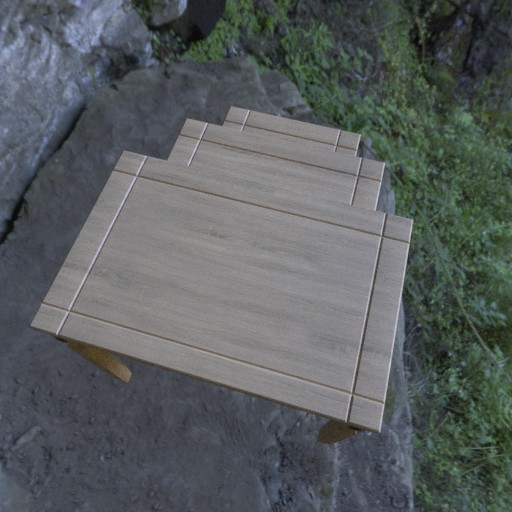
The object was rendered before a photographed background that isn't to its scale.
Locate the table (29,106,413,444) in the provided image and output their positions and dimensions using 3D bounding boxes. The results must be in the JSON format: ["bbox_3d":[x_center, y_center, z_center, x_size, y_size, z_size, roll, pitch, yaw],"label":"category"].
[{"bbox_3d":[0.000,0.000,1.188,0.660,0.535,0.773,15,65,7],"label":"table"}]
